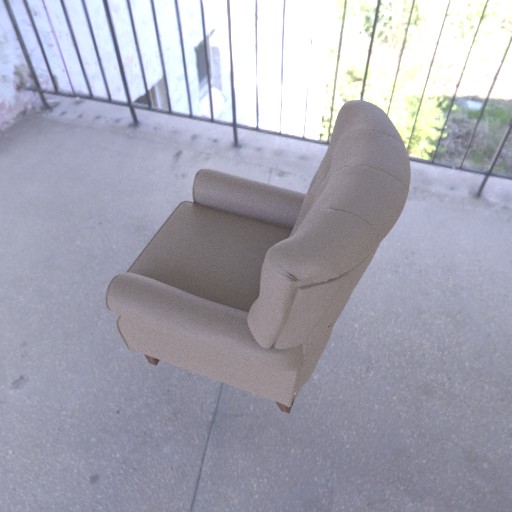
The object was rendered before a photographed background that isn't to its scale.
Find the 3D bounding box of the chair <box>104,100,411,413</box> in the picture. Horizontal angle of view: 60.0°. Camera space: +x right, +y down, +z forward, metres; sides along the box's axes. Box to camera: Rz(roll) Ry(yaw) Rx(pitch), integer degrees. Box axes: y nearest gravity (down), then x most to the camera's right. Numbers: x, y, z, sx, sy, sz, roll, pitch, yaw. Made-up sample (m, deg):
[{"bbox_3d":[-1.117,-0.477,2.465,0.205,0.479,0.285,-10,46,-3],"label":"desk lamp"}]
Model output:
[{"bbox_3d":[0.000,0.000,1.893,1.041,1.138,0.999,16,48,14],"label":"chair"}]
